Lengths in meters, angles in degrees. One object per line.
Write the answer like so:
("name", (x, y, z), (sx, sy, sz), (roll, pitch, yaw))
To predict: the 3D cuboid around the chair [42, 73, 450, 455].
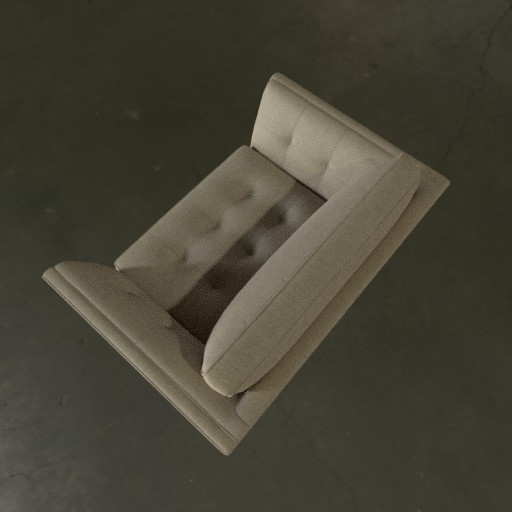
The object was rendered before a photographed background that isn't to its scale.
("chair", (0.000, 0.000, 2.031), (0.965, 0.940, 1.397), (38, 71, 16))
